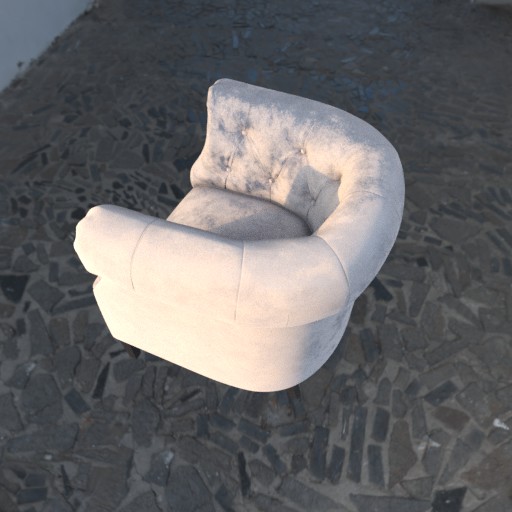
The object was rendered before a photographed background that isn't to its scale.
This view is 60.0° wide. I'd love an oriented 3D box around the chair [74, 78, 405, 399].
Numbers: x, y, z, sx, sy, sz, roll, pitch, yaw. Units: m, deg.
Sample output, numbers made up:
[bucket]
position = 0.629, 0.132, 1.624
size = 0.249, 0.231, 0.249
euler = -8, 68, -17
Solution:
[chair]
position = 0.000, 0.000, 1.556
size = 0.851, 0.826, 0.904
euler = 18, 52, 15
